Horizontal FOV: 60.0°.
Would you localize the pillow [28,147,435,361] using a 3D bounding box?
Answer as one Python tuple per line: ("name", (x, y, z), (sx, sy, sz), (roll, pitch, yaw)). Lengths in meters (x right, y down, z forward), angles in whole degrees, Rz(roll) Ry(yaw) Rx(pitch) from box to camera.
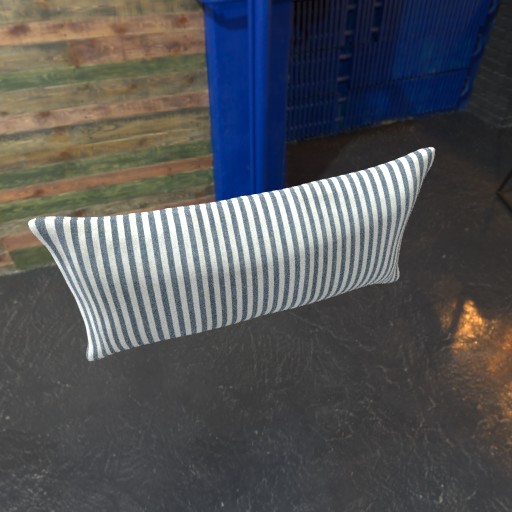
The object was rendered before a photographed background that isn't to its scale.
("pillow", (0.000, 0.000, 0.737), (0.617, 0.295, 0.151), (-13, 42, -15))
